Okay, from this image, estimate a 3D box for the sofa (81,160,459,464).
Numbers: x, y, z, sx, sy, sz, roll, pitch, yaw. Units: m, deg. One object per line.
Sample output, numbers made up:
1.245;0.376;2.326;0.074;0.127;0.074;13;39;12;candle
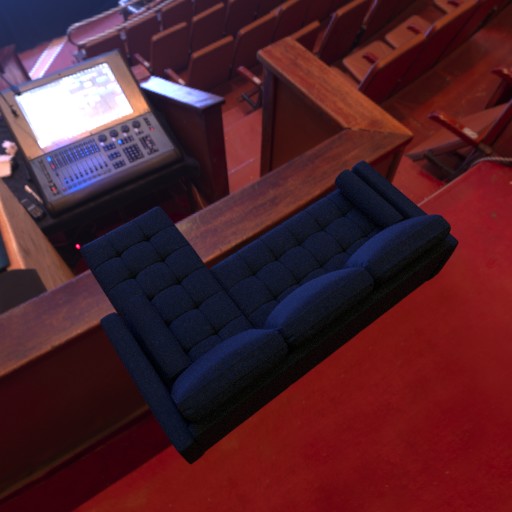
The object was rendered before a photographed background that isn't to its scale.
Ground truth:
0.000;0.000;3.054;2.185;0.841;1.613;-32;64;-18;sofa
